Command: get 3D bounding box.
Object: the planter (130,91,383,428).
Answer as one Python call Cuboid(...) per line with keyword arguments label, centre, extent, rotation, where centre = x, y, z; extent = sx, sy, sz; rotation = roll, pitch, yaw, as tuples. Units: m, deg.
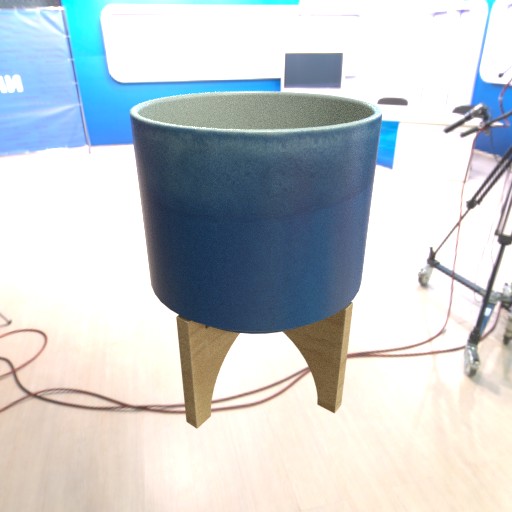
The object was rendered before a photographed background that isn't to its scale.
Cuboid(label="planter", centre=(0.000, 0.000, 0.406), extent=(0.192, 0.263, 0.192), rotation=(0, 27, 0))
